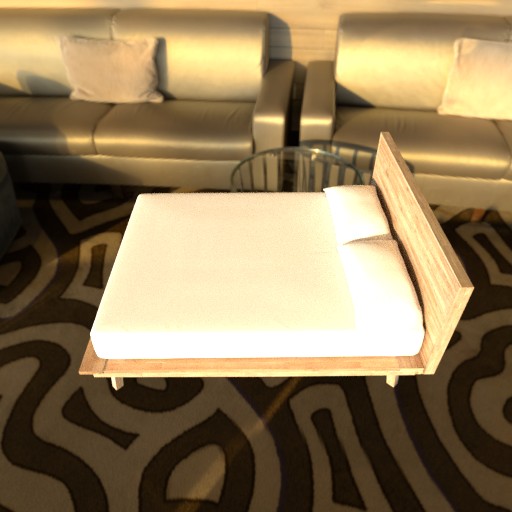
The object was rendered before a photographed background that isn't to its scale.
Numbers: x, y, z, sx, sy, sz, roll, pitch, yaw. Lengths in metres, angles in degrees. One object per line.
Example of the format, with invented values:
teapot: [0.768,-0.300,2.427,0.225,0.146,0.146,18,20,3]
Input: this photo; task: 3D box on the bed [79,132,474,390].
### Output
bed: [0.000,0.000,3.188,2.145,1.071,1.759,0,40,-1]
